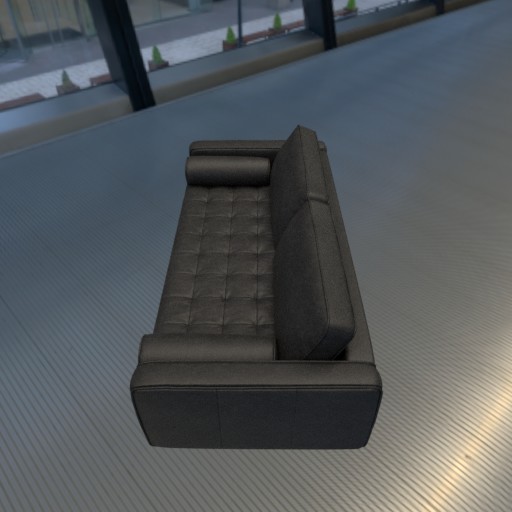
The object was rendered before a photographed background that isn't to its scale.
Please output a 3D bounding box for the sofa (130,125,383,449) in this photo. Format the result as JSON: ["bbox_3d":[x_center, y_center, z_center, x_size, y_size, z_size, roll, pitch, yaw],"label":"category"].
[{"bbox_3d":[0.000,0.000,2.347,0.921,0.770,1.879,0,41,0],"label":"sofa"}]
